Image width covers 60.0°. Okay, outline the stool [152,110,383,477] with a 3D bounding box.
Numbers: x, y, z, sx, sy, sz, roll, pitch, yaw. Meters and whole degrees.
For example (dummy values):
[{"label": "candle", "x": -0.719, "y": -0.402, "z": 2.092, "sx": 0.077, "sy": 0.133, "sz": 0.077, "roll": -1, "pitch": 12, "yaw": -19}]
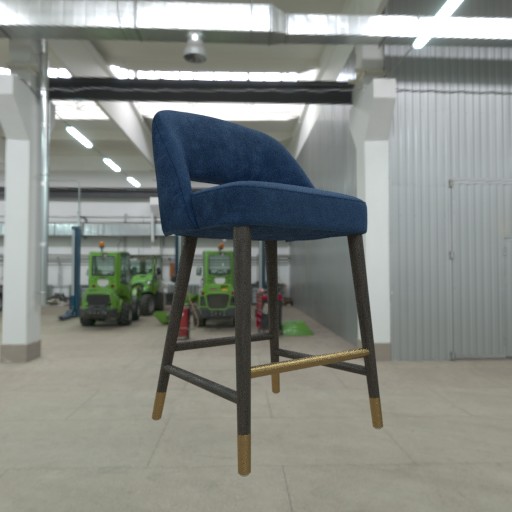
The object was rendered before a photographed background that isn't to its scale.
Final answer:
[{"label": "stool", "x": 0.000, "y": 0.000, "z": 1.261, "sx": 0.536, "sy": 0.925, "sz": 0.524, "roll": 1, "pitch": -2, "yaw": -37}]
